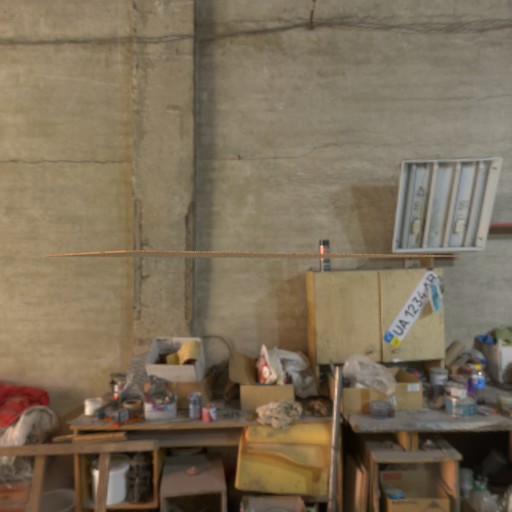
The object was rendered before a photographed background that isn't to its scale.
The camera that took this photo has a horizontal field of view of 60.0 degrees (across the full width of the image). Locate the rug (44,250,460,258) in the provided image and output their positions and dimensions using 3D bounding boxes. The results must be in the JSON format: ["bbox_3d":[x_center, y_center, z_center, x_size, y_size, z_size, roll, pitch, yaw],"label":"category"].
[{"bbox_3d":[0.000,0.000,2.919,2.285,0.006,1.524,1,-1,-36],"label":"rug"}]
